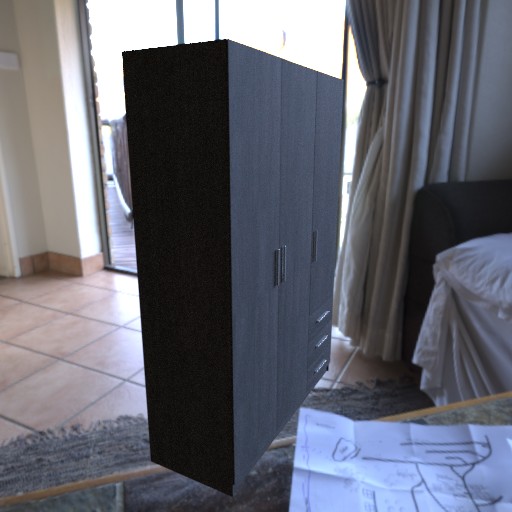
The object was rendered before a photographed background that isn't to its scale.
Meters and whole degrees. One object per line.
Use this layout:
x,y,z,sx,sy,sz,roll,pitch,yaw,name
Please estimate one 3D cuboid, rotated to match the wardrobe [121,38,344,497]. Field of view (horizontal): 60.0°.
0.000,0.000,2.423,0.510,1.910,1.290,8,17,27,wardrobe
